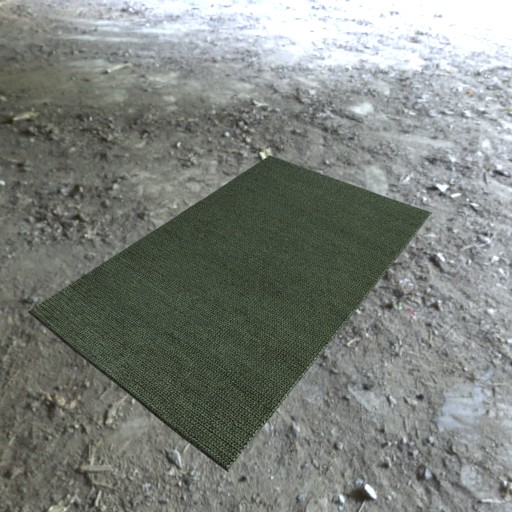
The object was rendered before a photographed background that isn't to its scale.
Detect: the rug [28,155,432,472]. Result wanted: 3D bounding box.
[{"bbox_3d":[0.000,0.000,2.995,1.538,0.021,2.443,26,47,27],"label":"rug"}]
